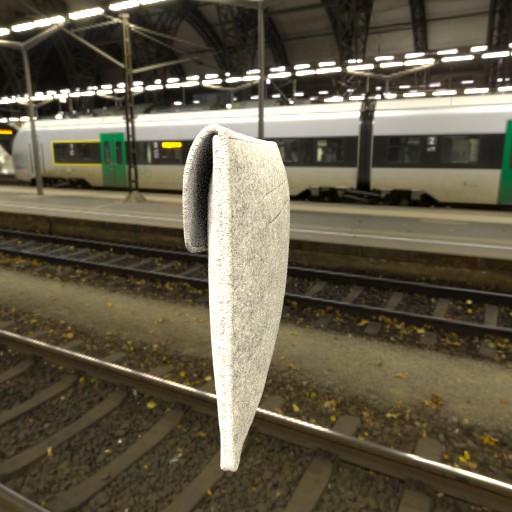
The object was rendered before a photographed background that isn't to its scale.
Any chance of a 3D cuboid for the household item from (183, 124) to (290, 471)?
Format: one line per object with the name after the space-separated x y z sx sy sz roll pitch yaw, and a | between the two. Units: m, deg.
0.000 0.000 0.424 0.057 0.221 0.335 2 13 7 | household item
